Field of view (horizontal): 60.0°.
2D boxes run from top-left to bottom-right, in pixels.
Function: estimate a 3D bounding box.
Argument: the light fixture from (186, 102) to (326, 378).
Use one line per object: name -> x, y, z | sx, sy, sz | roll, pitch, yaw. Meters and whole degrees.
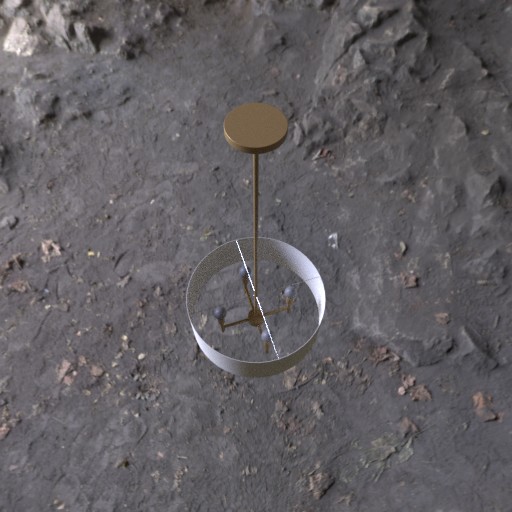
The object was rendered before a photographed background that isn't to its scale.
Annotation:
light fixture -> 0.000, 0.000, 1.387 | 0.508, 1.067, 0.508 | 0, 59, 0
